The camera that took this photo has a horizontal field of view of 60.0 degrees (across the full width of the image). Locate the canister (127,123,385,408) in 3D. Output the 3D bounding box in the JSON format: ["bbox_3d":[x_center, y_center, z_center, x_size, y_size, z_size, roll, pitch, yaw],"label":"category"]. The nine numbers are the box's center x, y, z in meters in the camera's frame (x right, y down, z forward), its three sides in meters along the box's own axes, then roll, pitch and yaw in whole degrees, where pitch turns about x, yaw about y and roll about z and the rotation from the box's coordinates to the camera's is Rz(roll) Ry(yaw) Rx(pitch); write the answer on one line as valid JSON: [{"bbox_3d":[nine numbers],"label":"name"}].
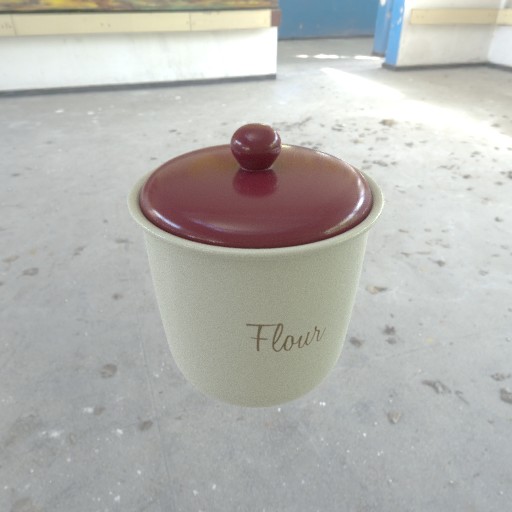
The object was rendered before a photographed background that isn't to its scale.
[{"bbox_3d":[0.000,0.000,0.353,0.182,0.208,0.182,0,32,0],"label":"canister"}]
